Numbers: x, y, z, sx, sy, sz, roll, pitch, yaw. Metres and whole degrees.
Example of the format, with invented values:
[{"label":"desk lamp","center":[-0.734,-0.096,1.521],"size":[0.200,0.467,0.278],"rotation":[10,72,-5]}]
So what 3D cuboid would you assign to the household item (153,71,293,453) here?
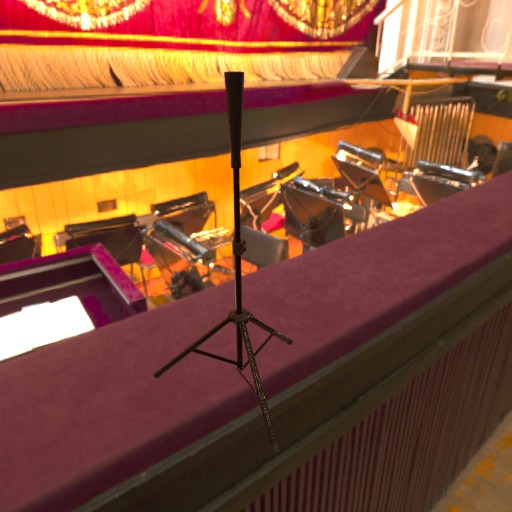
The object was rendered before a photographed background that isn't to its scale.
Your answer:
[{"label":"household item","center":[0.000,0.000,1.390],"size":[0.559,1.067,0.559],"rotation":[-18,31,-33]}]
